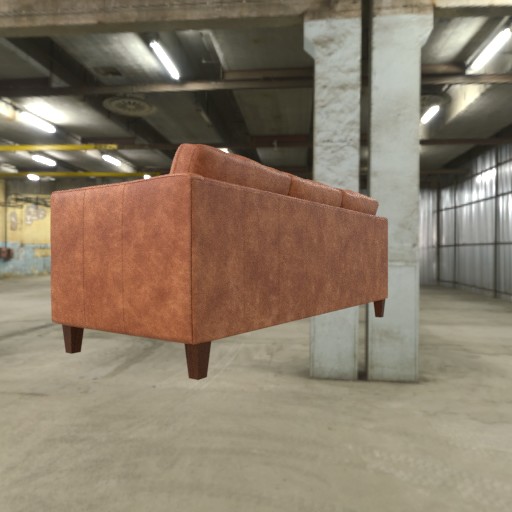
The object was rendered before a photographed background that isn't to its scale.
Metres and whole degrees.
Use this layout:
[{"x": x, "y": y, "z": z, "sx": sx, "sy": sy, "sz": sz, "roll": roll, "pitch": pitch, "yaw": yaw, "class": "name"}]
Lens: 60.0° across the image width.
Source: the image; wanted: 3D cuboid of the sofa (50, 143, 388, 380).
[{"x": 0.000, "y": 0.000, "z": 3.011, "sx": 1.045, "sy": 1.006, "sz": 2.464, "roll": 0, "pitch": 0, "yaw": 34, "class": "sofa"}]
